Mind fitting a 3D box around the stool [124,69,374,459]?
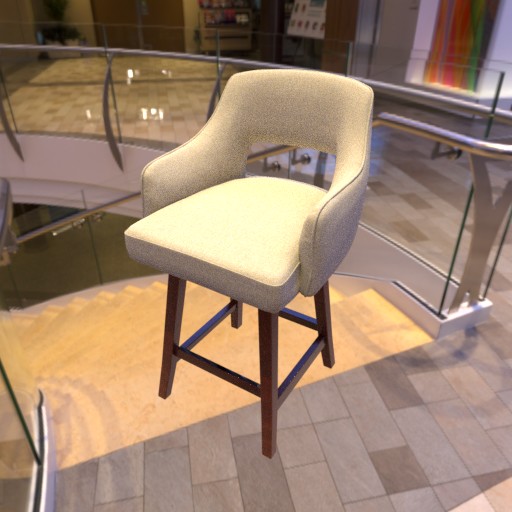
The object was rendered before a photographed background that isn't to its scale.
[{"bbox_3d":[0.000,0.000,1.281,0.550,0.936,0.560,18,35,27],"label":"stool"}]
